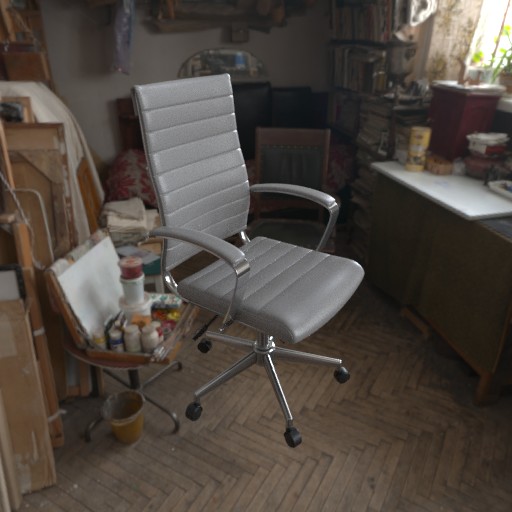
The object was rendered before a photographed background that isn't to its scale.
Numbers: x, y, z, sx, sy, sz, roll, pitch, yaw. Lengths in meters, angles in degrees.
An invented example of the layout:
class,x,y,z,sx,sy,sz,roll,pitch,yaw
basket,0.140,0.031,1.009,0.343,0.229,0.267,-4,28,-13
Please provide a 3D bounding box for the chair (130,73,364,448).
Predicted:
class,x,y,z,sx,sy,sz,roll,pitch,yaw
chair,0.000,0.000,1.588,0.667,1.149,0.679,19,34,32
